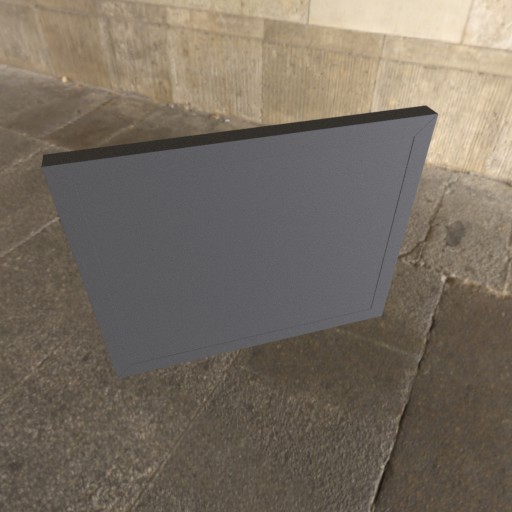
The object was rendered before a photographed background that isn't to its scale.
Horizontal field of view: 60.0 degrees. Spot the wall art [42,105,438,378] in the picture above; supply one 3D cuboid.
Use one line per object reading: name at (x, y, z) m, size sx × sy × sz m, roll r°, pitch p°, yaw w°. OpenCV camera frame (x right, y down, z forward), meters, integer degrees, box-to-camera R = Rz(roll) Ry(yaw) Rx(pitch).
wall art at (0.000, 0.000, 0.553) m, size 0.404 × 0.329 × 0.024 m, roll -11°, pitch 42°, yaw -12°
